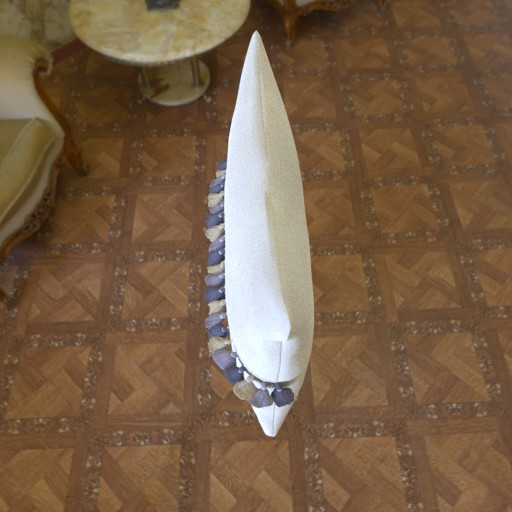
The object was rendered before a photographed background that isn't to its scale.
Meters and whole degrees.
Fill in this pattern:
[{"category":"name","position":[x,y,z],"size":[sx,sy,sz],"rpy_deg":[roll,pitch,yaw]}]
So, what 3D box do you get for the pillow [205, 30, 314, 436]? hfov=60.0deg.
[{"category":"pillow","position":[0.000,0.000,0.720],"size":[0.165,0.481,0.489],"rpy_deg":[-3,58,-2]}]
